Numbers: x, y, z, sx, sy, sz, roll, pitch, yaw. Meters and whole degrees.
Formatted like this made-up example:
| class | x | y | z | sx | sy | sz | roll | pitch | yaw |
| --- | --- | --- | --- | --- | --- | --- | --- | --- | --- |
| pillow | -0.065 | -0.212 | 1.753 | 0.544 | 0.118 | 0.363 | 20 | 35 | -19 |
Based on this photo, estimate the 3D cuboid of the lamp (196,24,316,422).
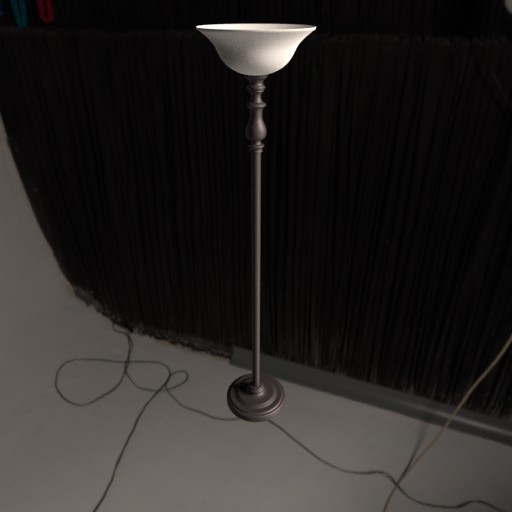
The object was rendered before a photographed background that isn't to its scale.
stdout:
| class | x | y | z | sx | sy | sz | roll | pitch | yaw |
| --- | --- | --- | --- | --- | --- | --- | --- | --- | --- |
| lamp | 0.000 | 0.000 | 1.952 | 0.405 | 1.797 | 0.405 | 11 | 32 | 18 |
